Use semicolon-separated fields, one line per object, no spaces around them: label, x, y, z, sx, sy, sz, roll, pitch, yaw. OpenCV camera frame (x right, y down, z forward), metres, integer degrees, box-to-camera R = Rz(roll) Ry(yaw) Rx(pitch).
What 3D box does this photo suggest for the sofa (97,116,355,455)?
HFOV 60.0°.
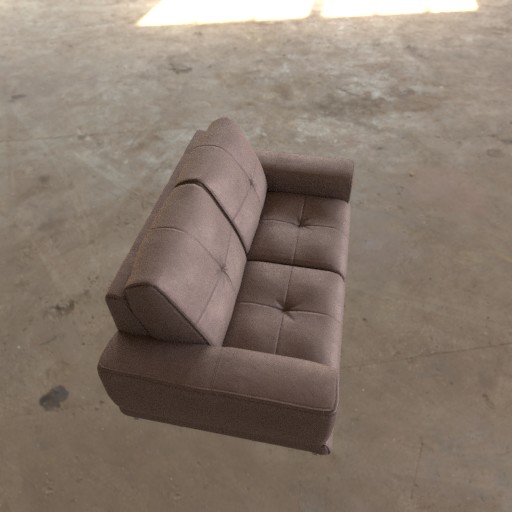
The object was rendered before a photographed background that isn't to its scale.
sofa;0.000;0.000;2.413;1.018;0.907;1.806;8;46;8
